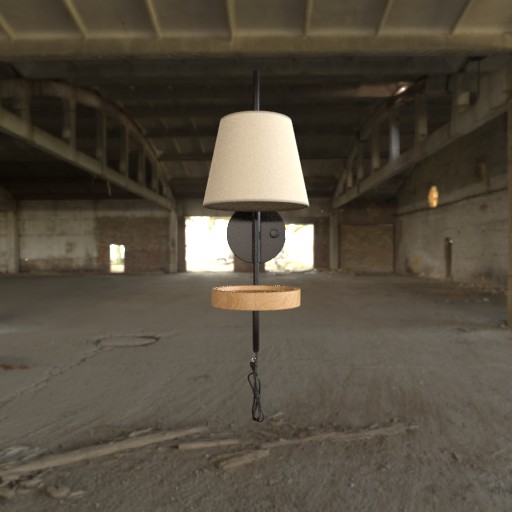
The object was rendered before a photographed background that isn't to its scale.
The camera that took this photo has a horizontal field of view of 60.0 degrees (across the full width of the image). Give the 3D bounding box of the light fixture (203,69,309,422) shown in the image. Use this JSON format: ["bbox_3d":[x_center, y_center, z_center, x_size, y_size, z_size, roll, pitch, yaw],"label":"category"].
[{"bbox_3d":[0.000,0.000,0.963,0.220,0.821,0.299,0,1,0],"label":"light fixture"}]
